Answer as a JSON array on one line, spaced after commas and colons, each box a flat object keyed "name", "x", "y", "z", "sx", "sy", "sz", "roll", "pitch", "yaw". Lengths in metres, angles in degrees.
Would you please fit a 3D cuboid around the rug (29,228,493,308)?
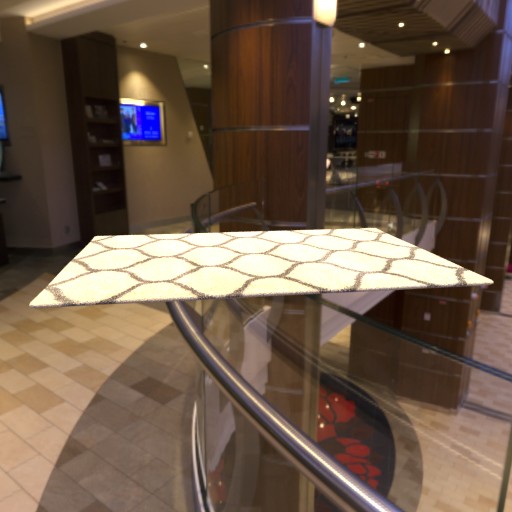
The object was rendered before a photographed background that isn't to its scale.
[{"name": "rug", "x": 0.000, "y": 0.000, "z": 3.384, "sx": 2.701, "sy": 0.026, "sz": 1.801, "roll": -2, "pitch": 14, "yaw": -8}]
